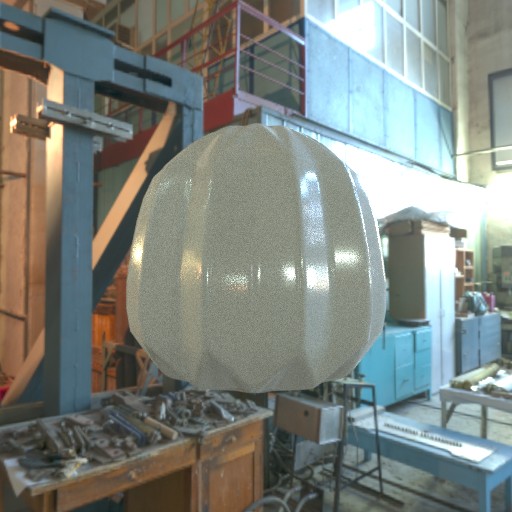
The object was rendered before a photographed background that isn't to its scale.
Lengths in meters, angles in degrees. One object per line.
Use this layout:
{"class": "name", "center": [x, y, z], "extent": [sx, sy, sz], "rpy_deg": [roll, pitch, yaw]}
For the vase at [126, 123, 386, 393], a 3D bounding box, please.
{"class": "vase", "center": [0.000, 0.000, 0.249], "extent": [0.139, 0.134, 0.139], "rpy_deg": [0, -2, 0]}
